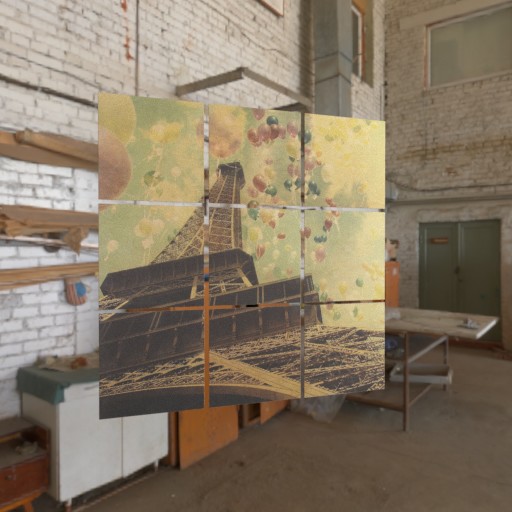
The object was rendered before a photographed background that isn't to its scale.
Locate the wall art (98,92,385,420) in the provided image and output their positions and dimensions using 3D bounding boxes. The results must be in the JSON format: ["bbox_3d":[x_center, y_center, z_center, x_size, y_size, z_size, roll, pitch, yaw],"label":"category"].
[{"bbox_3d":[0.000,0.000,2.265,1.517,1.505,0.002,0,1,-17],"label":"wall art"}]
